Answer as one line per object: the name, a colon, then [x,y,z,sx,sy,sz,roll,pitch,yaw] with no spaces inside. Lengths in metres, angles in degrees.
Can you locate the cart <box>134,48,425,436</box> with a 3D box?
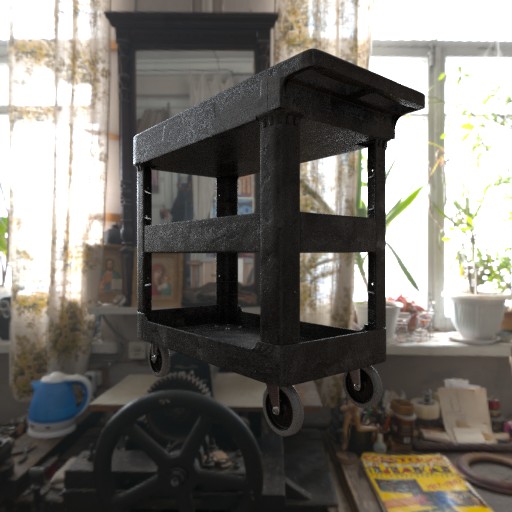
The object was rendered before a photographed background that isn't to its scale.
cart: [0.000,0.000,1.336,0.420,0.824,0.877,0,0,-39]
